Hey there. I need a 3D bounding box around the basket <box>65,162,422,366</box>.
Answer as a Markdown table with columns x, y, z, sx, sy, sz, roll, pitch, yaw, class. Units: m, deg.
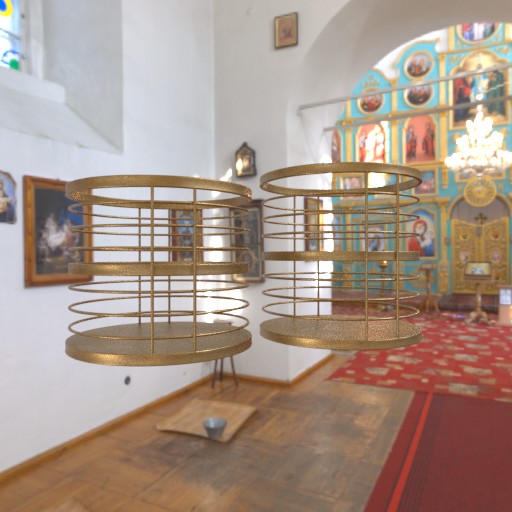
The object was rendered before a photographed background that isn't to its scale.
| x | y | z | sx | sy | sz | roll | pitch | yaw | class |
| --- | --- | --- | --- | --- | --- | --- | --- | --- | --- |
| 0.000 | 0.000 | 0.940 | 0.746 | 0.351 | 0.356 | 0 | 0 | -18 | basket |
